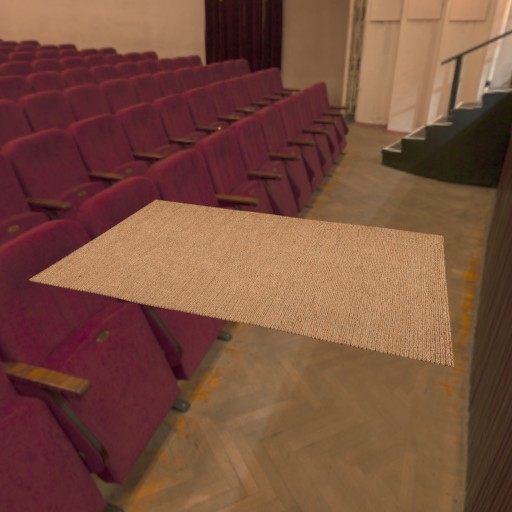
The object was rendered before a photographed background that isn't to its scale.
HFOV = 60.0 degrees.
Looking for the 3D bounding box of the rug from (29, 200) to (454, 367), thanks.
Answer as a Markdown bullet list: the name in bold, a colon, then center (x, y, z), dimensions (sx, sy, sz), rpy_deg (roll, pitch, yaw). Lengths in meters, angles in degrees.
- **rug**: center (0.000, 0.000, 3.025), dimensions (2.439, 0.011, 1.533), rpy_deg (9, 28, 17)
